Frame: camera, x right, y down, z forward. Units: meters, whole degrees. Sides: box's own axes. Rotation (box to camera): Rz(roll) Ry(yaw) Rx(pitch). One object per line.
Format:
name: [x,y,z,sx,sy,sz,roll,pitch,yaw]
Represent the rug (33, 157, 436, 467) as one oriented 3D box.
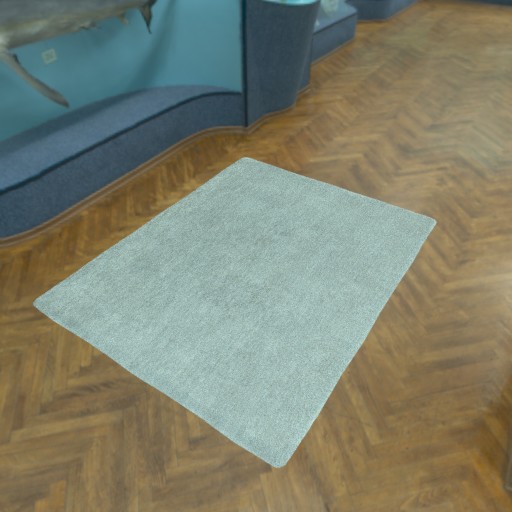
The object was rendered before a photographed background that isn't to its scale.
rug: [0.000,0.000,3.895,2.332,0.027,2.933,24,46,25]
